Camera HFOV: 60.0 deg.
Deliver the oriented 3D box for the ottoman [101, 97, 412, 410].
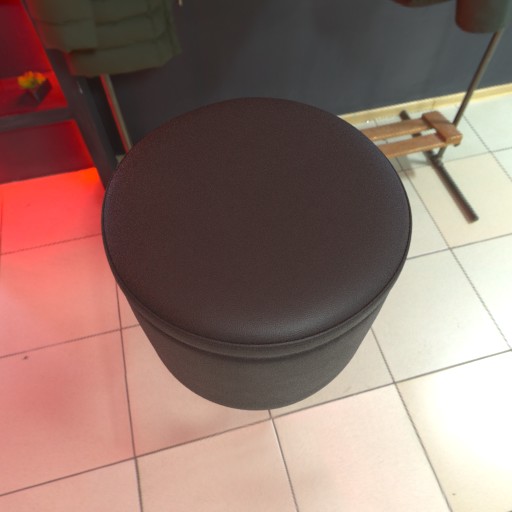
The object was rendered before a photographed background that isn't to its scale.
[{"bbox_3d":[0.000,0.000,0.857,0.500,0.409,0.500,0,58,0],"label":"ottoman"}]
